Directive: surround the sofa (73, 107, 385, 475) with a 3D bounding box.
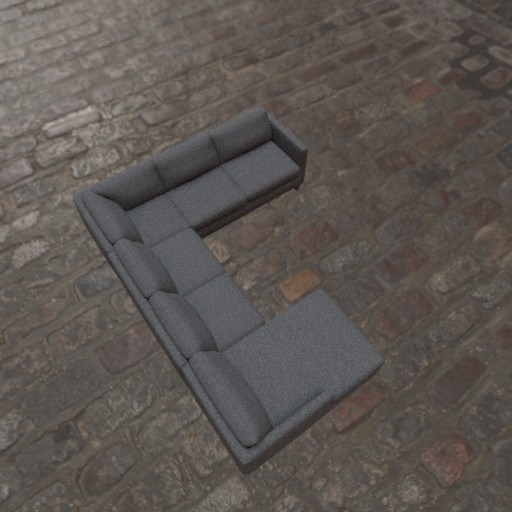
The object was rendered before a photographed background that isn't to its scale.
[{"bbox_3d":[0.000,0.000,4.592,2.551,0.853,3.238,-31,62,-19],"label":"sofa"}]
